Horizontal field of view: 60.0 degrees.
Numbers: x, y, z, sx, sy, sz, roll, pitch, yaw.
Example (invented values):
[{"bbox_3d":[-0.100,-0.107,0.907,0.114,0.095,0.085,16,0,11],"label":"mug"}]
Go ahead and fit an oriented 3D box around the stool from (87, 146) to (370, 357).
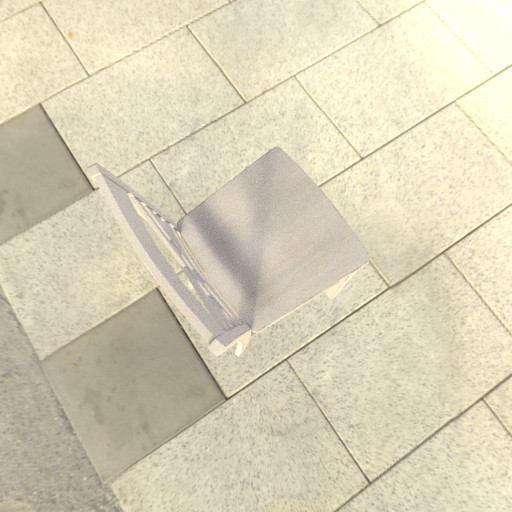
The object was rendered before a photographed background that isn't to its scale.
[{"bbox_3d":[0.000,0.000,1.401,0.539,1.079,0.462,-35,77,-9],"label":"stool"}]
